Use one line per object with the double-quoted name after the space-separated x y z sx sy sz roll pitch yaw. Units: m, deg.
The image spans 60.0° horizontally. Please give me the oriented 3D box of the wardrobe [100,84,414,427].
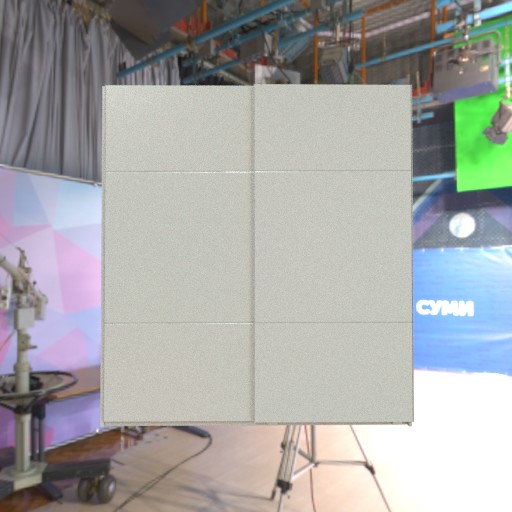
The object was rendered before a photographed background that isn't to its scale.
0.000 0.000 2.823 1.780 1.960 0.629 0 -1 -1 "wardrobe"
